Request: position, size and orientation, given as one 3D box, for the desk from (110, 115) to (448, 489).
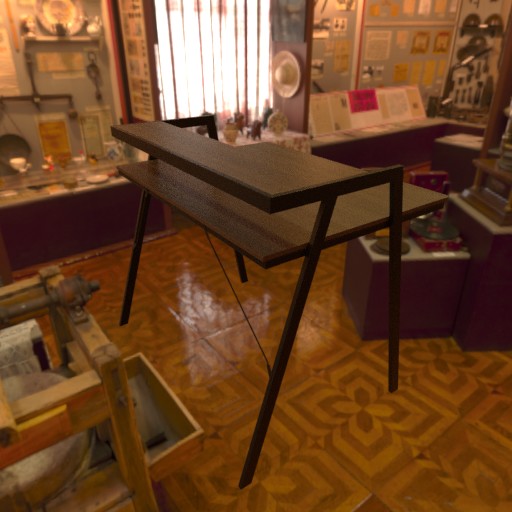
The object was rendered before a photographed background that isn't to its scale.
[{"bbox_3d":[0.000,0.000,1.906,0.936,0.998,1.143,-18,32,-31],"label":"desk"}]
